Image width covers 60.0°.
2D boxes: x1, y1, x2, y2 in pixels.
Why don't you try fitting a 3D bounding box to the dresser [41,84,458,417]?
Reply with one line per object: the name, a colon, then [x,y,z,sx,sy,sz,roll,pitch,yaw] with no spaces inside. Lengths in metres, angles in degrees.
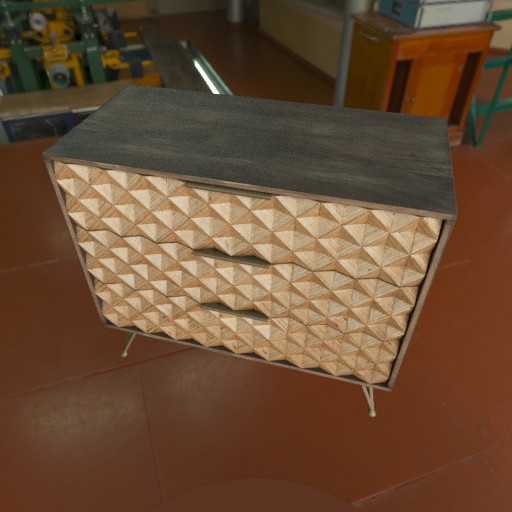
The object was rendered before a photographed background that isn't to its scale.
dresser: [0.000,0.000,1.367,0.923,0.801,0.453,10,43,11]
